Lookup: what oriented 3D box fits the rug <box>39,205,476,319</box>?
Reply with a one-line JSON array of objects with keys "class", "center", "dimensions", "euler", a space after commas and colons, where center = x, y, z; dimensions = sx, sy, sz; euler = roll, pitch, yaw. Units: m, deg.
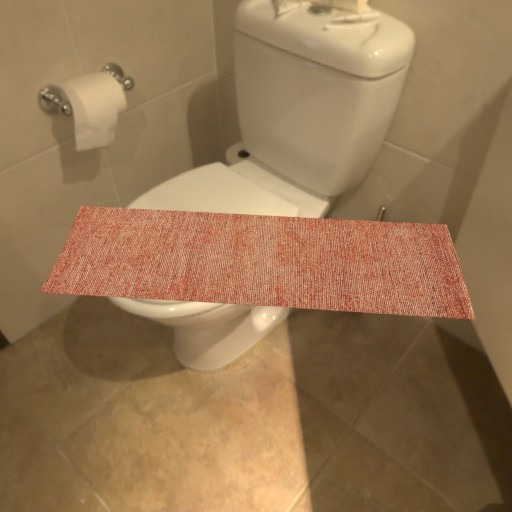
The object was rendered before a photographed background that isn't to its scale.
[{"class": "rug", "center": [0.000, 0.000, 2.599], "dimensions": [2.353, 0.013, 0.718], "euler": [3, 48, 3]}]
